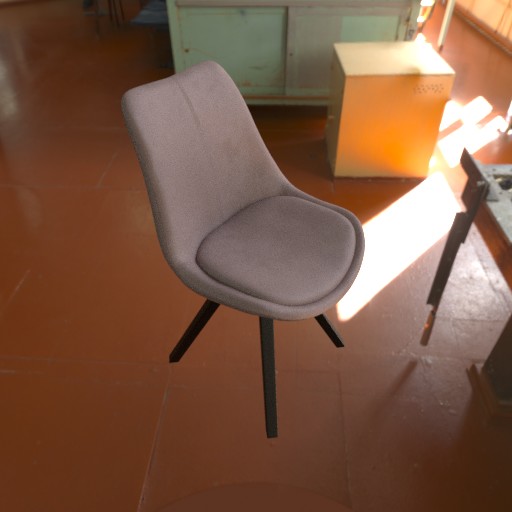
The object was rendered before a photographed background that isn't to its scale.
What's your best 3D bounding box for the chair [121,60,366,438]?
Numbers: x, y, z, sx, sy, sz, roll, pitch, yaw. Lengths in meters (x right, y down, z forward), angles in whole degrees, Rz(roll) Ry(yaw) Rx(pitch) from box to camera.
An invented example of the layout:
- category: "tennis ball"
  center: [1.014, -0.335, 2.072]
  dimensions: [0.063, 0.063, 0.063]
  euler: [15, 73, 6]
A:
- category: "chair"
  center: [0.000, 0.000, 1.209]
  dimensions: [0.547, 0.865, 0.483]
  euler: [27, 48, 27]
